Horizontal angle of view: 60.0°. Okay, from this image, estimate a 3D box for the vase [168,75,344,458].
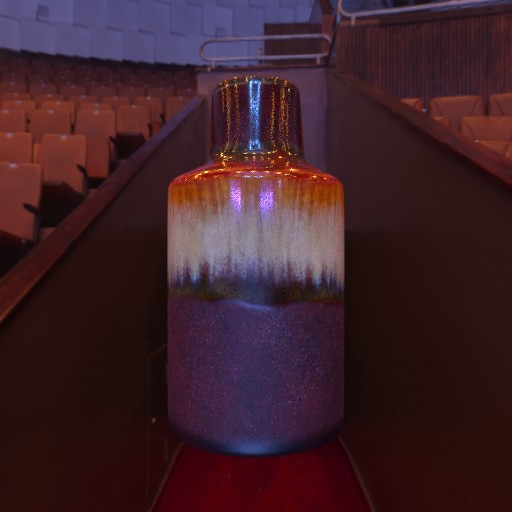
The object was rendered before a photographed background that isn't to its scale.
[{"bbox_3d":[0.000,0.000,0.276,0.108,0.204,0.108,0,1,0],"label":"vase"}]
